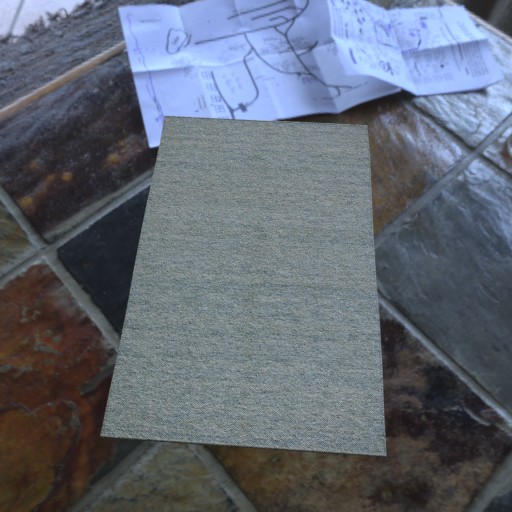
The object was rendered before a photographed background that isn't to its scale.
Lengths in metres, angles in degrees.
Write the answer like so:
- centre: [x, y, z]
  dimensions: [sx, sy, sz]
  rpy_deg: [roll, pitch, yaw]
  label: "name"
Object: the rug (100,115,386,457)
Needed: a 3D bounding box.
- centre: [0.000, 0.000, 2.870]
  dimensions: [1.547, 0.013, 2.283]
  rpy_deg: [3, 64, 2]
  label: "rug"
